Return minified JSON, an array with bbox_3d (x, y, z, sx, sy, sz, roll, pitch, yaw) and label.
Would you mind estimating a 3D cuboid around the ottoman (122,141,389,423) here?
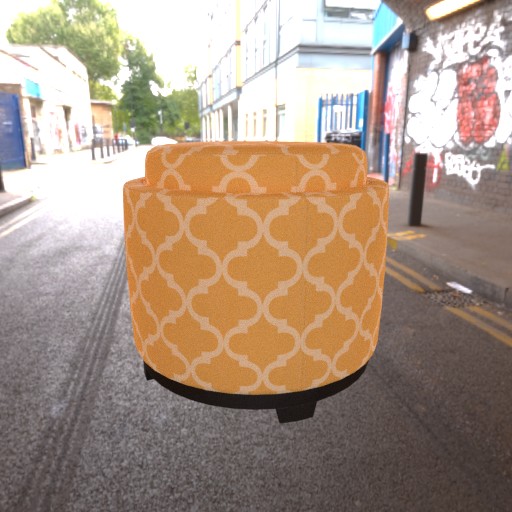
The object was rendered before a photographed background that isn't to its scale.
[{"bbox_3d":[0.000,0.000,0.855,0.480,0.429,0.480,0,15,0],"label":"ottoman"}]
